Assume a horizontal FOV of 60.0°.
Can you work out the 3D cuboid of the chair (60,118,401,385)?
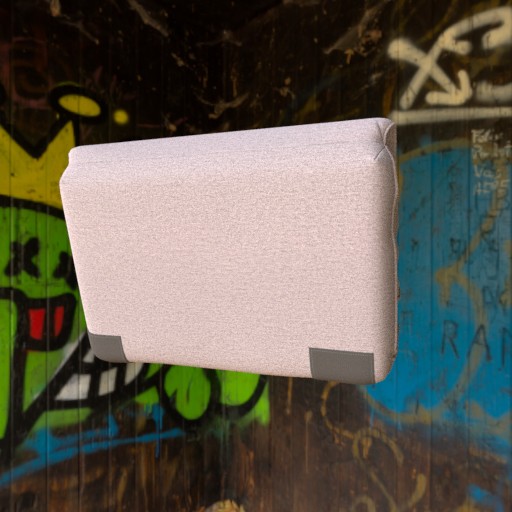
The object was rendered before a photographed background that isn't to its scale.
[{"bbox_3d":[0.000,0.000,1.315,0.820,0.580,0.780,0,0,19],"label":"chair"}]
